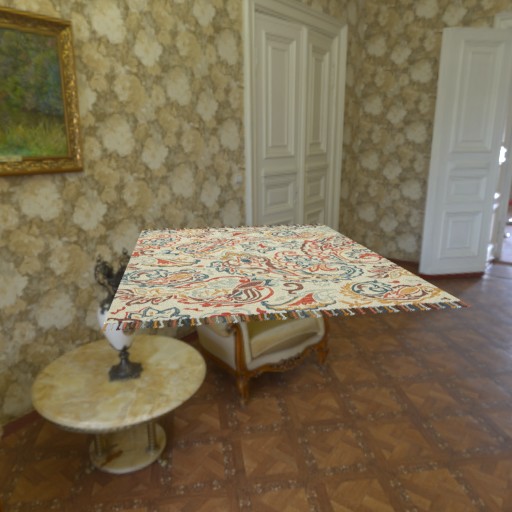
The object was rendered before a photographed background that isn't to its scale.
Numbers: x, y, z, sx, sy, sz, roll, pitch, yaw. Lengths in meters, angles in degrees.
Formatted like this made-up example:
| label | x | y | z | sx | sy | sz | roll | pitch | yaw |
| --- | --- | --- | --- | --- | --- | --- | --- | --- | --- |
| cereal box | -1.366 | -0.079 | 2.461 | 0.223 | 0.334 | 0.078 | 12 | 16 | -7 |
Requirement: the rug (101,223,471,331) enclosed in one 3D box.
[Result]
| label | x | y | z | sx | sy | sz | roll | pitch | yaw |
| --- | --- | --- | --- | --- | --- | --- | --- | --- | --- |
| rug | 0.000 | 0.000 | 4.405 | 2.439 | 0.015 | 3.274 | -2 | 14 | -9 |
